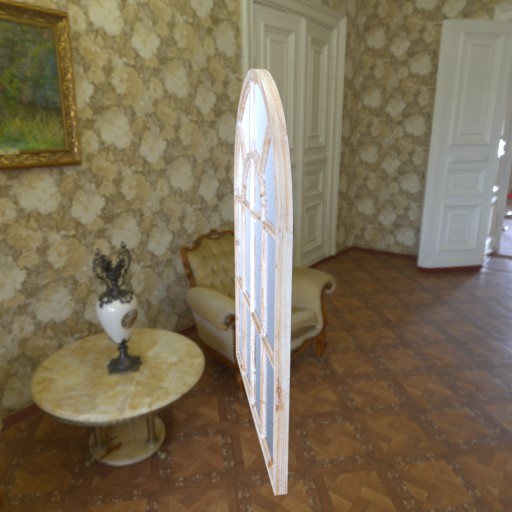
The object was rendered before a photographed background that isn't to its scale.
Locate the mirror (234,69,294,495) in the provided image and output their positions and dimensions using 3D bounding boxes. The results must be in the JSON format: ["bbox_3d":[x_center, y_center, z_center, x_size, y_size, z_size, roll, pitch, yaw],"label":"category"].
[{"bbox_3d":[0.000,0.000,1.177,0.032,0.920,0.660,-3,15,-10],"label":"mirror"}]
